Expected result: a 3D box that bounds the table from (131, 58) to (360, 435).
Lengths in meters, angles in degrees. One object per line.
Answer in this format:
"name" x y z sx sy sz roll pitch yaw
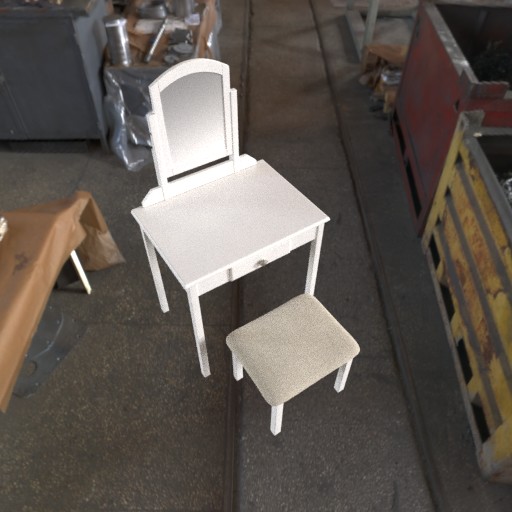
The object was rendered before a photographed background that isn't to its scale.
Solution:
"table" 0.000 0.000 2.327 0.876 1.631 1.211 -26 52 -22
